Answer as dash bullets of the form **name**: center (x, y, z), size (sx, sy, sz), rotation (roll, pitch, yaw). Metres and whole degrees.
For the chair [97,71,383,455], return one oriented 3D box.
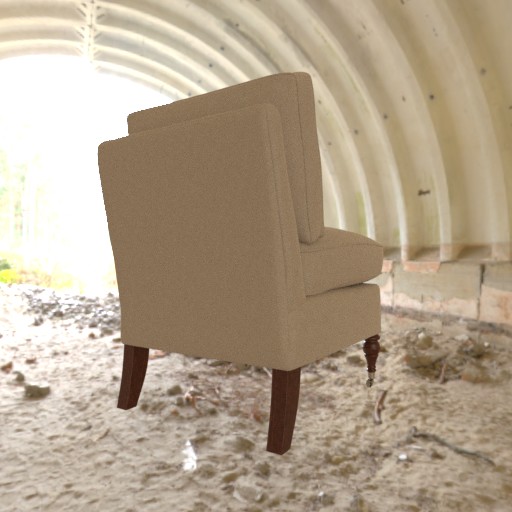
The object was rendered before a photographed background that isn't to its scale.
- **chair**: center (0.000, 0.000, 1.655), size (0.724, 1.052, 0.912), rotation (0, 0, 34)
